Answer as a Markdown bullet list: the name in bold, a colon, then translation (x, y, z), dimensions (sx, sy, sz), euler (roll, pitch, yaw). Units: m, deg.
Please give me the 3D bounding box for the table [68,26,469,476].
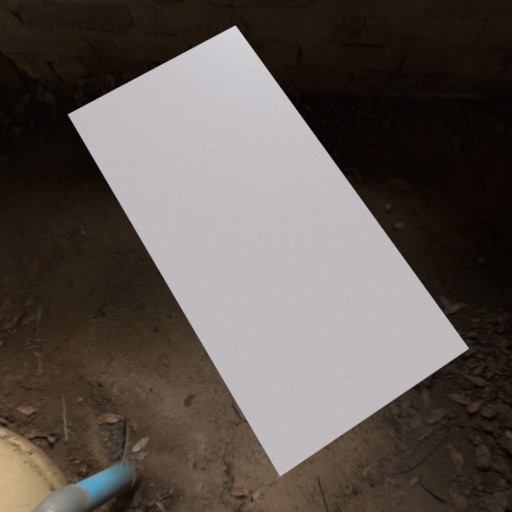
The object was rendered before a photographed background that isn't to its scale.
- **table**: translation (0.000, 0.000, 1.371), dimensions (0.498, 0.660, 0.991), euler (-31, 79, -7)
